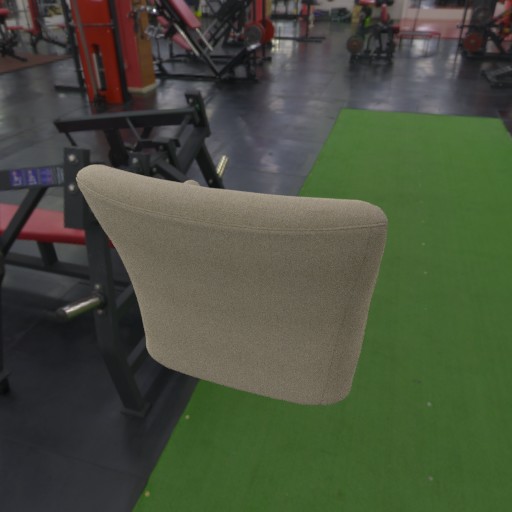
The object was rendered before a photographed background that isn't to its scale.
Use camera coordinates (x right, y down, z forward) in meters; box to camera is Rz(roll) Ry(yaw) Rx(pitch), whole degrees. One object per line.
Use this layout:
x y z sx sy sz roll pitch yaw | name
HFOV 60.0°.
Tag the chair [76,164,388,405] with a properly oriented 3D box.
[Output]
0.000 0.000 1.586 0.864 0.856 0.923 10 34 16 | chair
